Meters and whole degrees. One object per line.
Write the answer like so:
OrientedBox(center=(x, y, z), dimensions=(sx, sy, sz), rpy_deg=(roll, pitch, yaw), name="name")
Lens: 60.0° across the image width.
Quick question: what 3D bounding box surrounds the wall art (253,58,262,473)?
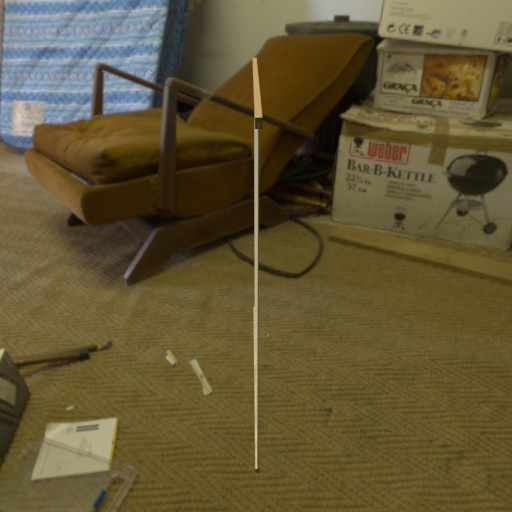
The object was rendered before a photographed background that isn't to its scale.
OrientedBox(center=(0.000, 0.000, 1.351), dimensions=(0.013, 1.016, 0.758), rpy_deg=(0, 31, -1), name="wall art")
